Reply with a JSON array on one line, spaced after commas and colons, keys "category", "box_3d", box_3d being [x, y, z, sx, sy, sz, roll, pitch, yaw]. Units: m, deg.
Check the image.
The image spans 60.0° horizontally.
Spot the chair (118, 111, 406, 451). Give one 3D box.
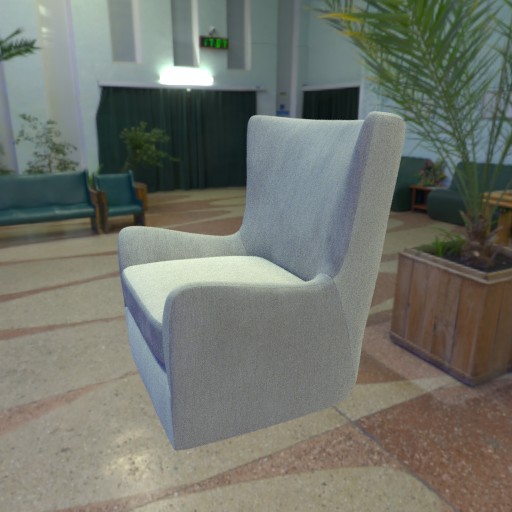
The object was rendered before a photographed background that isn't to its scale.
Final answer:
[{"category": "chair", "box_3d": [0.000, 0.000, 1.629, 0.904, 1.000, 0.779, -8, 18, -25]}]
